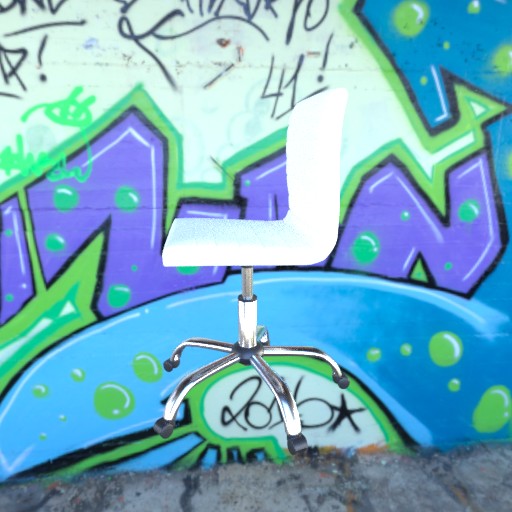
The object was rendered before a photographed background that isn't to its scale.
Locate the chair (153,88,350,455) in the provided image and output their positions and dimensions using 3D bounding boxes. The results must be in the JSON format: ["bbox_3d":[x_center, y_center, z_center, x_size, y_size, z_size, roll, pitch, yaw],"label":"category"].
[{"bbox_3d":[0.000,0.000,1.136,0.530,0.780,0.556,-2,14,-7],"label":"chair"}]
